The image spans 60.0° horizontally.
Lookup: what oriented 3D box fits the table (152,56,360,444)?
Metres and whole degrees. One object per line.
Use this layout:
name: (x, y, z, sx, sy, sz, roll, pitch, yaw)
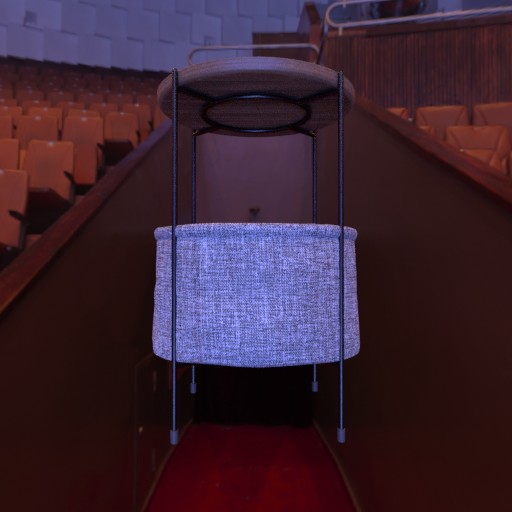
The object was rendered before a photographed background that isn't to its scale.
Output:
table: (0.000, 0.000, 0.883, 0.400, 0.623, 0.400, 0, 0, -2)
